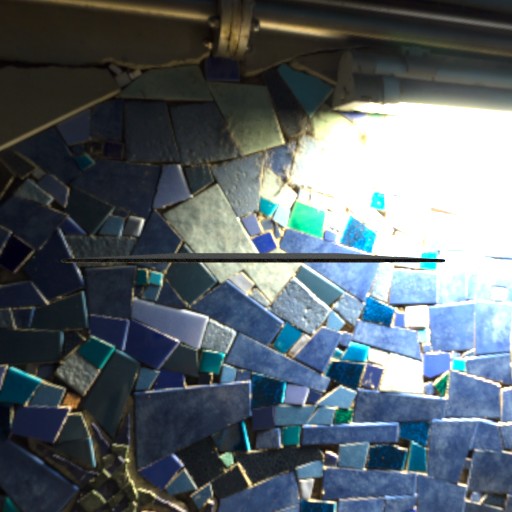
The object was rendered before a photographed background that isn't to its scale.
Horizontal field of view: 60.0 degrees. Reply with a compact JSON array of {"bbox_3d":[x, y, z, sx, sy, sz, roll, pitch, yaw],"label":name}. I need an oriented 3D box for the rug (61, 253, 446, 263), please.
[{"bbox_3d":[0.000,0.000,2.182,1.158,0.013,1.752,0,1,0],"label":"rug"}]
